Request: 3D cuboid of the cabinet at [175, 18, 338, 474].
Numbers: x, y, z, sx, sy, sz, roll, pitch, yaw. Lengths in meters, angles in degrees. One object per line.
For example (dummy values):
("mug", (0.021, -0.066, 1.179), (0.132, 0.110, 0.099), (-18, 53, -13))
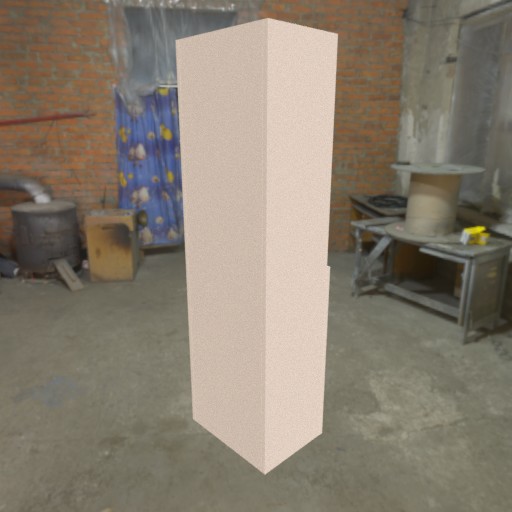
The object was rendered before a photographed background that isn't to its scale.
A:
("cabinet", (0.000, 0.000, 1.504), (0.300, 1.350, 0.400), (-15, 22, -41))
